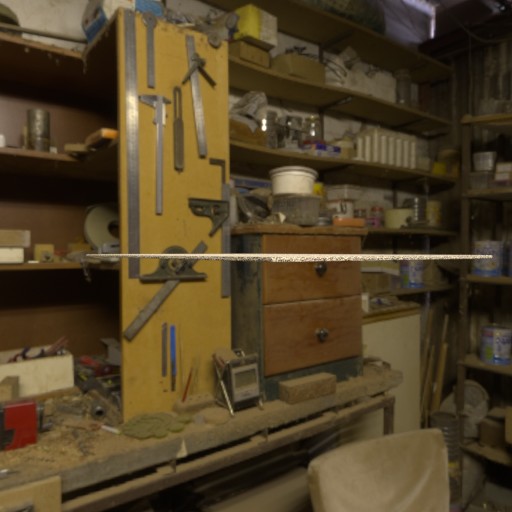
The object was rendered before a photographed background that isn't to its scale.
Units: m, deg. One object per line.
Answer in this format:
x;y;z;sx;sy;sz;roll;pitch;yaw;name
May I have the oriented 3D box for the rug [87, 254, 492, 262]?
0.000;0.000;2.888;1.532;0.018;2.297;0;1;-36;rug
